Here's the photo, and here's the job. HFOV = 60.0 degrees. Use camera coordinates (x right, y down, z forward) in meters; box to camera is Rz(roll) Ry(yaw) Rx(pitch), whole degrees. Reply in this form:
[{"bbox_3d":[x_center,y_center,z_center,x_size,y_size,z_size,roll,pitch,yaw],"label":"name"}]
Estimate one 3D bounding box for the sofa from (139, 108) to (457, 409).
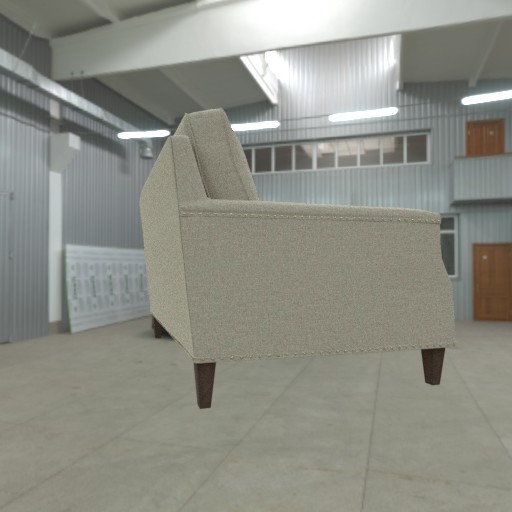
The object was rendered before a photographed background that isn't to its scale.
[{"bbox_3d":[0.000,0.000,2.238,1.084,1.003,1.597,0,-1,-18],"label":"sofa"}]
